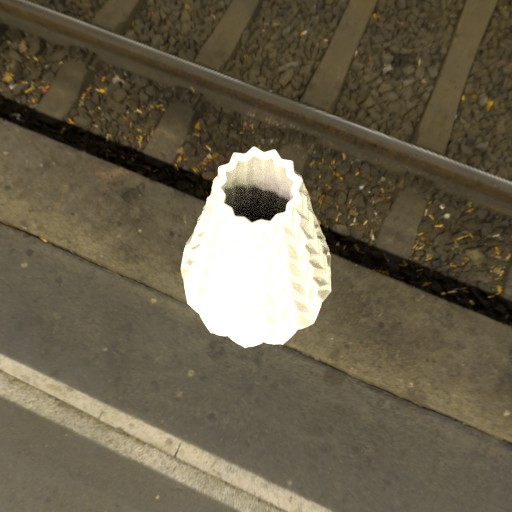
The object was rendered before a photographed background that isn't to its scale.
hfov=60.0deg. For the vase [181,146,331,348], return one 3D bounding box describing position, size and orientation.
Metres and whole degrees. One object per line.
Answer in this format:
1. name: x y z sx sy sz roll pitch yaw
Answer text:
1. vase: 0.000 0.000 0.426 0.167 0.328 0.167 0 75 0
